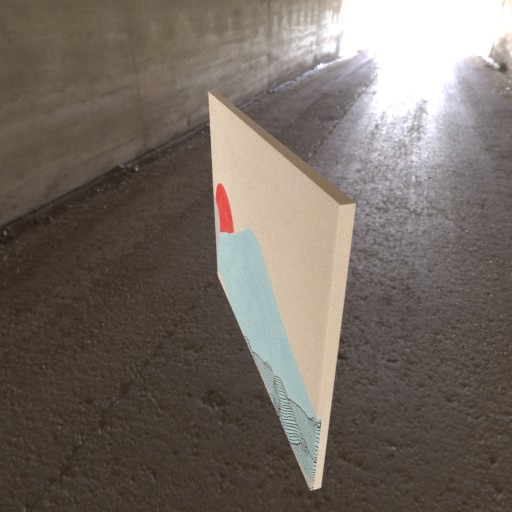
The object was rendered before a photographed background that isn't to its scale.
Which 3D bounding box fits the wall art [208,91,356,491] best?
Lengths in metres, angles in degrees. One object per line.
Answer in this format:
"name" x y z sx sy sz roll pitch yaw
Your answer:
"wall art" 0.000 0.000 1.579 0.042 0.912 1.219 -9 31 -15
